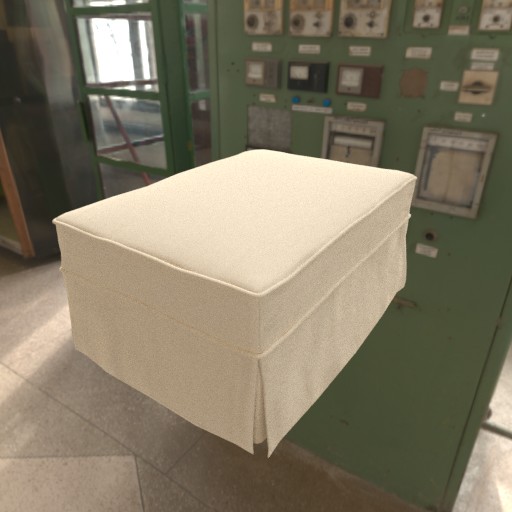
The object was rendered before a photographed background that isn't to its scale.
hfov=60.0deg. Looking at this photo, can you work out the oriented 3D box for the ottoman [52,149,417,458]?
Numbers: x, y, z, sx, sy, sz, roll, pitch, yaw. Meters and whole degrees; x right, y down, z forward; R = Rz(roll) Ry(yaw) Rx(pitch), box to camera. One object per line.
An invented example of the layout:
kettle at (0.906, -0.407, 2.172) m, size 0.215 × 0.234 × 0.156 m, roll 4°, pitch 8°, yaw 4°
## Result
ottoman at (0.000, 0.000, 1.352) m, size 0.703 × 0.479 × 0.944 m, roll 17°, pitch 32°, yaw 31°
